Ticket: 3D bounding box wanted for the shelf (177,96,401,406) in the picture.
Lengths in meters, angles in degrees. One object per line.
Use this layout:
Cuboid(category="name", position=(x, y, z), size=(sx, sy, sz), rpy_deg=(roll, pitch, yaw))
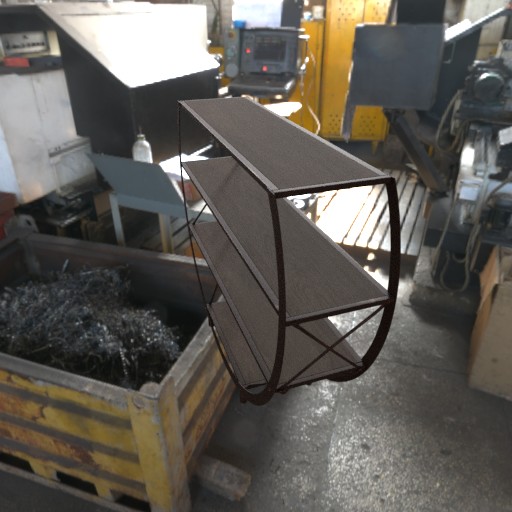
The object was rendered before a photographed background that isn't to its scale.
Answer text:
Cuboid(category="shelf", position=(0.000, 0.000, 1.866), size=(0.344, 1.063, 1.403), rpy_deg=(-10, 31, -17))
